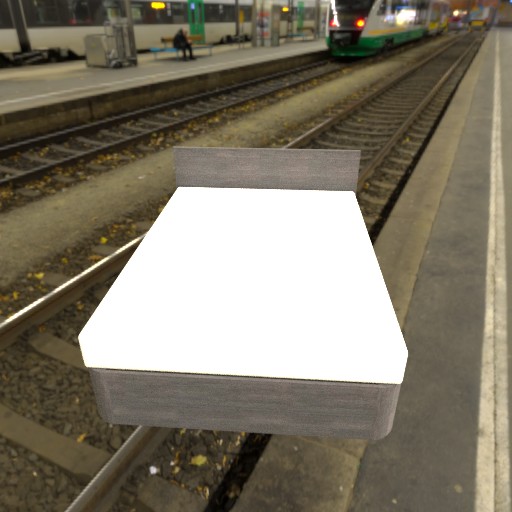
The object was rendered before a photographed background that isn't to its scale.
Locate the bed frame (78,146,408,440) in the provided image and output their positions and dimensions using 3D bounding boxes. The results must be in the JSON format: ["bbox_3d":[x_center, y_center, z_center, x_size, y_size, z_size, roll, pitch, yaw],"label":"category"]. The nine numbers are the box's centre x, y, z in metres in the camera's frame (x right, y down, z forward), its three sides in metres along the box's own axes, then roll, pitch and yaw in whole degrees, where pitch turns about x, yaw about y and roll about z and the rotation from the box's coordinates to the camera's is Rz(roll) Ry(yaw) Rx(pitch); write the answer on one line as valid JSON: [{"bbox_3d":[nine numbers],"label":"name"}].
[{"bbox_3d":[0.000,0.000,2.666,1.400,0.800,1.900,2,29,4],"label":"bed frame"}]
